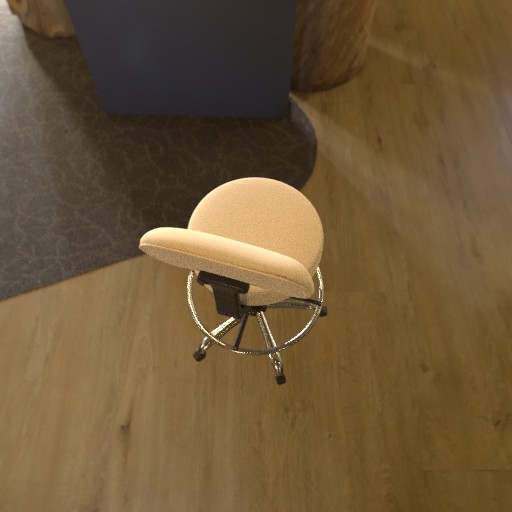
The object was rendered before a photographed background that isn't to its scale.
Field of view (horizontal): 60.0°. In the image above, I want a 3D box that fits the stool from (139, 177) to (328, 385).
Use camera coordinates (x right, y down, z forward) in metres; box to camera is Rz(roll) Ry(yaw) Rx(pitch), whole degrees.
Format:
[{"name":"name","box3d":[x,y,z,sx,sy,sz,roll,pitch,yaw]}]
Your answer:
[{"name":"stool","box3d":[0.000,0.000,1.489,0.609,1.080,0.616,14,63,8]}]
